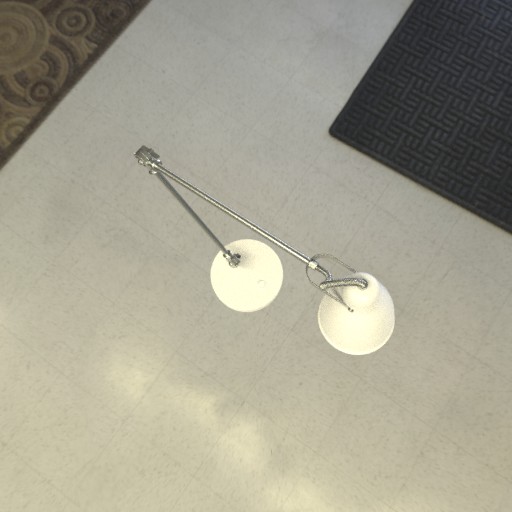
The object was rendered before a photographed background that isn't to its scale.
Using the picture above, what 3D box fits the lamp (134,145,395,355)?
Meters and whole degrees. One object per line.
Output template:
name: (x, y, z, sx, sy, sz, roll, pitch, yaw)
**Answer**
lamp: (0.000, 0.000, 0.886, 0.561, 0.587, 0.187, 37, 78, 9)
